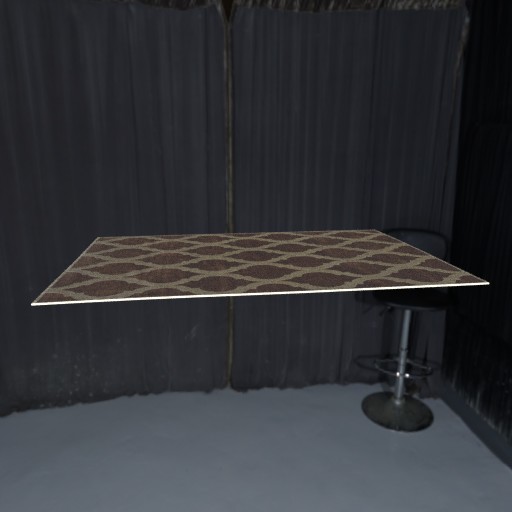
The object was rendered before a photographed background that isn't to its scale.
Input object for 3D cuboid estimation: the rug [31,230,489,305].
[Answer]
[{"bbox_3d":[0.000,0.000,2.899,2.284,0.008,1.522,-2,14,-8],"label":"rug"}]
